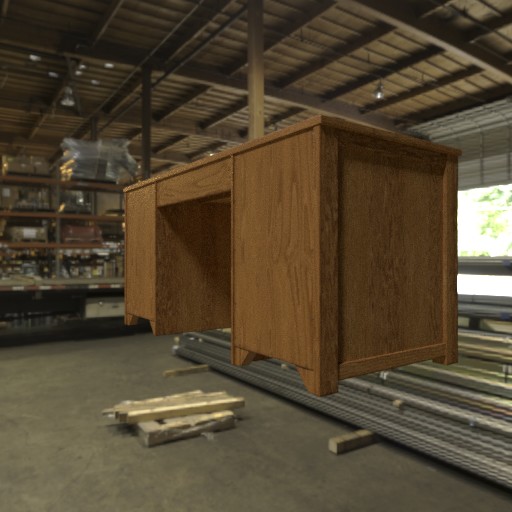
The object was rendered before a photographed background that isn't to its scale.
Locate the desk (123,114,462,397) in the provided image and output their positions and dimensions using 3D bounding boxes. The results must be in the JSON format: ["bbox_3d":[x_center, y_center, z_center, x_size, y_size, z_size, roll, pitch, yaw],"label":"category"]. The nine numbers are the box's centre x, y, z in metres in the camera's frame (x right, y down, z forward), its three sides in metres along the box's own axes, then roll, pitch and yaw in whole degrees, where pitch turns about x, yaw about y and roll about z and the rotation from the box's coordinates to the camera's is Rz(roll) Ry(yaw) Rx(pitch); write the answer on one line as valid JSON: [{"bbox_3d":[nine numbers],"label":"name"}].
[{"bbox_3d":[0.000,0.000,2.005,0.685,0.751,1.567,0,0,-35],"label":"desk"}]
